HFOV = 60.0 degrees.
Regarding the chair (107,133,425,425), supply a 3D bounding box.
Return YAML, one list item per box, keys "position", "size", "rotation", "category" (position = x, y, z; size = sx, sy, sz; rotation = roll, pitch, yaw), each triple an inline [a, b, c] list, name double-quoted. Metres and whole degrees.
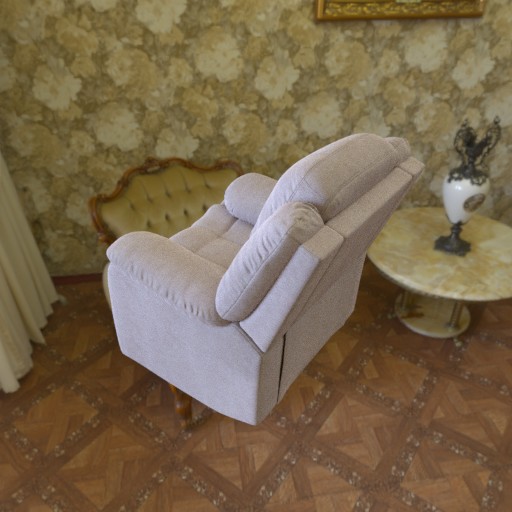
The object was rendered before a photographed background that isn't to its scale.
- position: [0.000, 0.000, 1.745]
  size: [0.944, 1.008, 0.899]
  rotation: [21, 37, 30]
  category: "chair"
